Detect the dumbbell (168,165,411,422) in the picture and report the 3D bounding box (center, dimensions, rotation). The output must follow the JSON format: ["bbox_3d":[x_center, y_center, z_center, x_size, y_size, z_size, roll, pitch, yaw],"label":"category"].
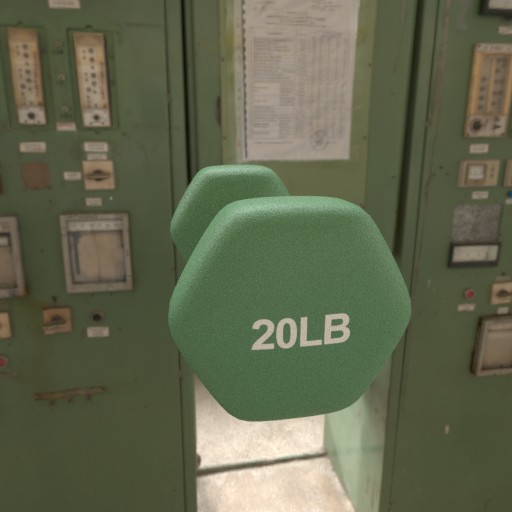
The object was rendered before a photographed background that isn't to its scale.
[{"bbox_3d":[0.000,0.000,0.323,0.126,0.114,0.257,-3,16,-9],"label":"dumbbell"}]
